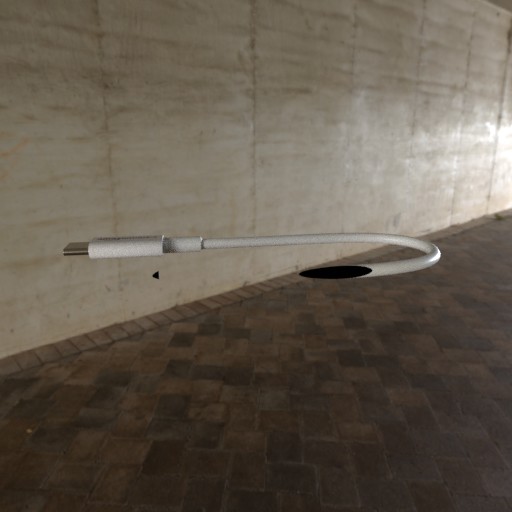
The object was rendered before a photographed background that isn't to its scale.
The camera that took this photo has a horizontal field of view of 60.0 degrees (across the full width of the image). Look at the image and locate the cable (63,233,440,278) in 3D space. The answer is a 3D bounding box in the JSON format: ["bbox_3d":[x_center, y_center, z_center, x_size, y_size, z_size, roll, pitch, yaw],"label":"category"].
[{"bbox_3d":[0.000,0.000,0.113,0.098,0.005,0.041,-3,16,-9],"label":"cable"}]
